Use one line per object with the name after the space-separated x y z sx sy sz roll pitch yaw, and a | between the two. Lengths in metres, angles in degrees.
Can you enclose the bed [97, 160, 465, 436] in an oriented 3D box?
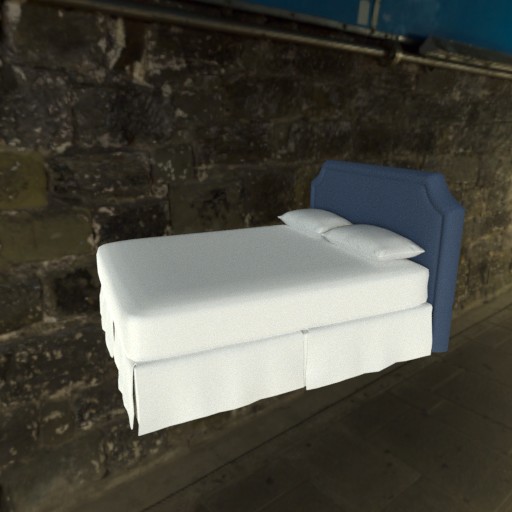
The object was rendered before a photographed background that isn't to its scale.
0.000 0.000 3.397 2.260 1.297 1.831 -7 18 -23 | bed
